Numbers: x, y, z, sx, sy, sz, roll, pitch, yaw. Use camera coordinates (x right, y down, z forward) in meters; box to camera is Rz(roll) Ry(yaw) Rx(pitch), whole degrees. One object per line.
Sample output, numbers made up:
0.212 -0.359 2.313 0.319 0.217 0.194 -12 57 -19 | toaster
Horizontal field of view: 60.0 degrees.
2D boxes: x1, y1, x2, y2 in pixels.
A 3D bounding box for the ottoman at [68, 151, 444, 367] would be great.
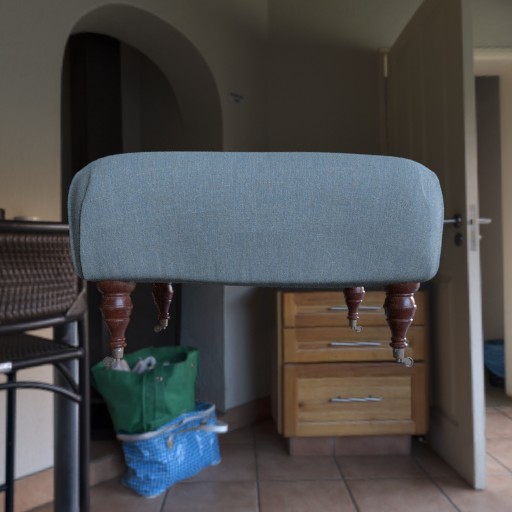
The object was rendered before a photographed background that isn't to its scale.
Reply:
0.000 0.000 1.120 0.747 0.450 0.622 0 -1 0 | ottoman
